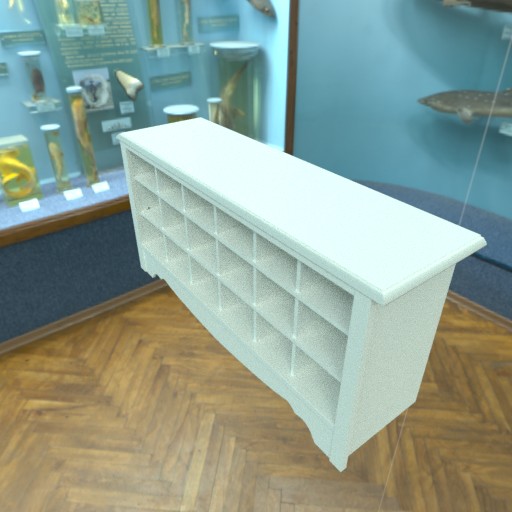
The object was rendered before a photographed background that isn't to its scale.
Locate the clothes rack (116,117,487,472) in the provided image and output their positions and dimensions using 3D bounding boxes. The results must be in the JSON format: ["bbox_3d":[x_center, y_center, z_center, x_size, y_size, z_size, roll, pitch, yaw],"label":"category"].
[{"bbox_3d":[0.000,0.000,1.328,0.324,0.531,1.120,-22,39,-31],"label":"clothes rack"}]
